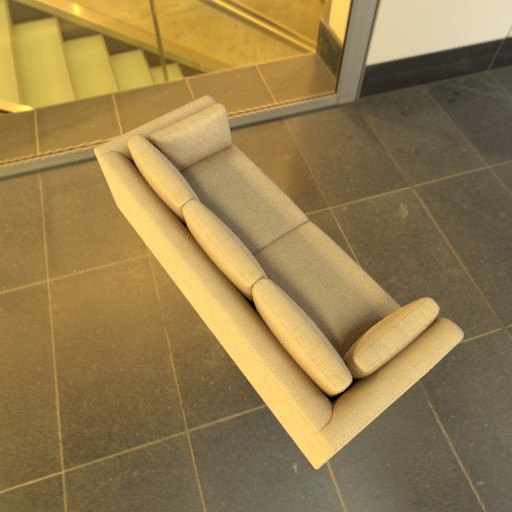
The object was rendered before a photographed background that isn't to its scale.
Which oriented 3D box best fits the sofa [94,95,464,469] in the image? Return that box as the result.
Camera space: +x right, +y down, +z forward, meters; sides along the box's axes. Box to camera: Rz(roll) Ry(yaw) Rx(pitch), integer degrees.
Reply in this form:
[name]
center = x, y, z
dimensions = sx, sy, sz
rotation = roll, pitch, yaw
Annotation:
[sofa]
center = 0.000, 0.000, 2.936
dimensions = 0.969, 0.867, 2.415
rotation = -33, 63, -19
